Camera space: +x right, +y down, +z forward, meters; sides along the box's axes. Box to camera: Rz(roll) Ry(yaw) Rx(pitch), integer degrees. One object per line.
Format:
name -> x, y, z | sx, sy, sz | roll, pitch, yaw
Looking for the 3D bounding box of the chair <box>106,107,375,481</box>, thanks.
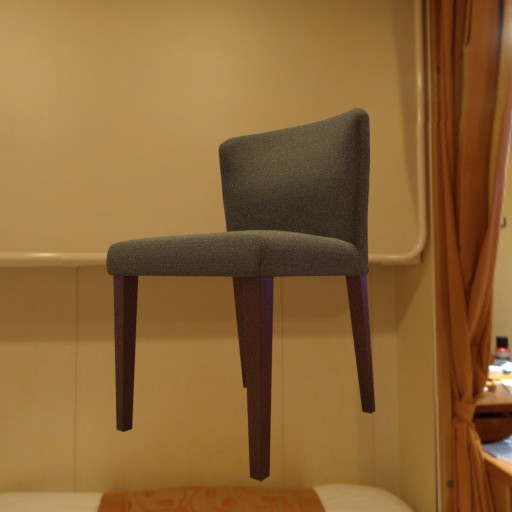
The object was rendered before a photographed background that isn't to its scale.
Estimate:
chair -> 0.000, 0.000, 1.156 | 0.491, 0.839, 0.589 | -2, -3, 37
